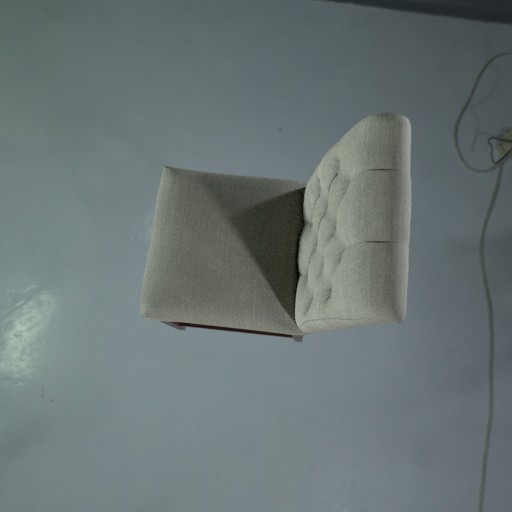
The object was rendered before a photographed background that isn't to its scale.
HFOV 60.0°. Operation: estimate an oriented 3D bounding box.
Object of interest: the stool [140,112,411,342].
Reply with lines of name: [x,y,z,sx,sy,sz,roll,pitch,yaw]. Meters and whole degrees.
stool: [0.000,0.000,1.442,0.660,1.084,0.486,6,76,1]
